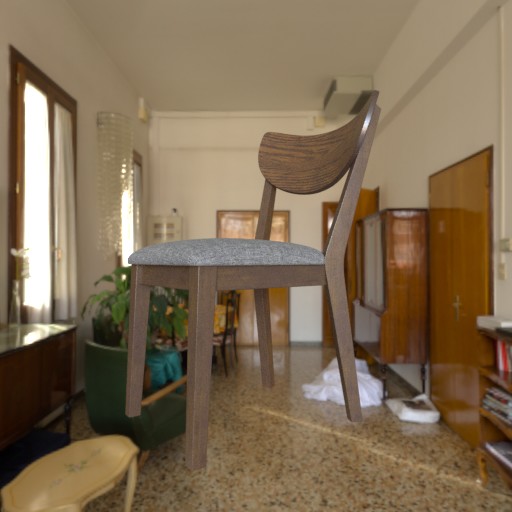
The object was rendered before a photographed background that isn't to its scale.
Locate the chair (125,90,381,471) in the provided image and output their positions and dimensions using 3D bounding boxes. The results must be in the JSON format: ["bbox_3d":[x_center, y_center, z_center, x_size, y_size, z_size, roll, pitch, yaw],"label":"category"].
[{"bbox_3d":[0.000,0.000,1.198,0.583,0.849,0.491,0,-1,-35],"label":"chair"}]
